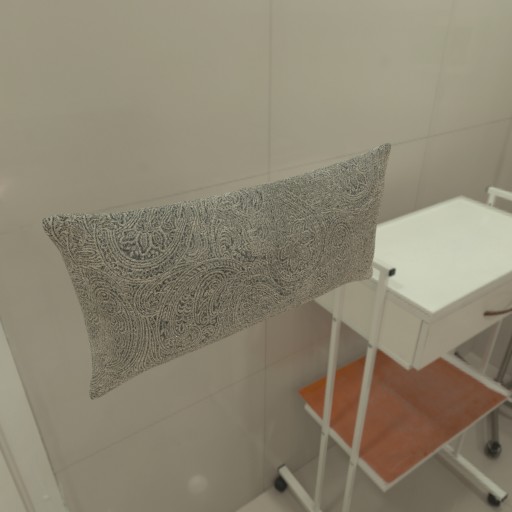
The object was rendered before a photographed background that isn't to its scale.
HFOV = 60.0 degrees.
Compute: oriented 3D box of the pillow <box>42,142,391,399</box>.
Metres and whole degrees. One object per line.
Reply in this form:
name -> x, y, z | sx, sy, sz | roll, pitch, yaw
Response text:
pillow -> 0.000, 0.000, 0.744 | 0.615, 0.295, 0.151 | -19, 34, -31
